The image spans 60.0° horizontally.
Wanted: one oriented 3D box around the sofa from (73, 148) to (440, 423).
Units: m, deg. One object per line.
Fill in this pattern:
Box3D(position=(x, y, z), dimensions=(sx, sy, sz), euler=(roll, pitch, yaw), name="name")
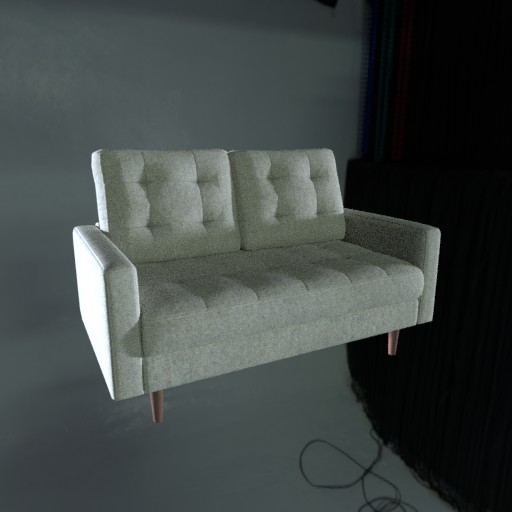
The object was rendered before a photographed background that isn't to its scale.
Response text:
Box3D(position=(0.000, 0.000, 1.940), dimensions=(1.407, 0.907, 0.842), euler=(-7, 16, -27), name="sofa")
